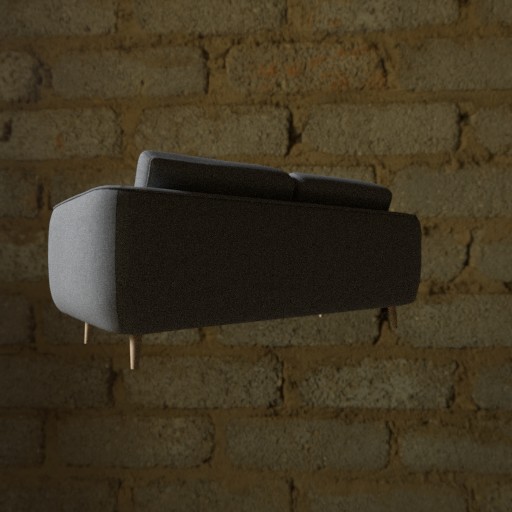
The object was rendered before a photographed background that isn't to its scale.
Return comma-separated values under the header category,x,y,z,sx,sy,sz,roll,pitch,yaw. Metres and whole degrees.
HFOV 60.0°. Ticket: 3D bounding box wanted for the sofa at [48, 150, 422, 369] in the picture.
category,x,y,z,sx,sy,sz,roll,pitch,yaw
sofa,0.000,0.000,2.442,2.000,0.870,0.920,0,0,-37
